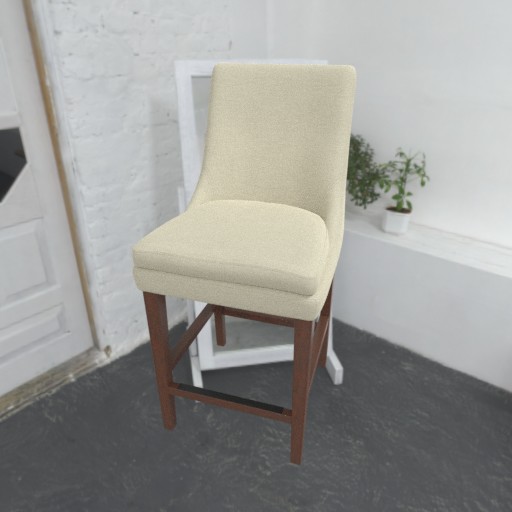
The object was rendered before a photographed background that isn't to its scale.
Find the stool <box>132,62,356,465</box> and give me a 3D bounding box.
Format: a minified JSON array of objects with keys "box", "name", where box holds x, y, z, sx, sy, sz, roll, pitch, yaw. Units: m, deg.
[{"box":[0.000,0.000,1.268,0.470,0.981,0.577,8,28,16],"name":"stool"}]
